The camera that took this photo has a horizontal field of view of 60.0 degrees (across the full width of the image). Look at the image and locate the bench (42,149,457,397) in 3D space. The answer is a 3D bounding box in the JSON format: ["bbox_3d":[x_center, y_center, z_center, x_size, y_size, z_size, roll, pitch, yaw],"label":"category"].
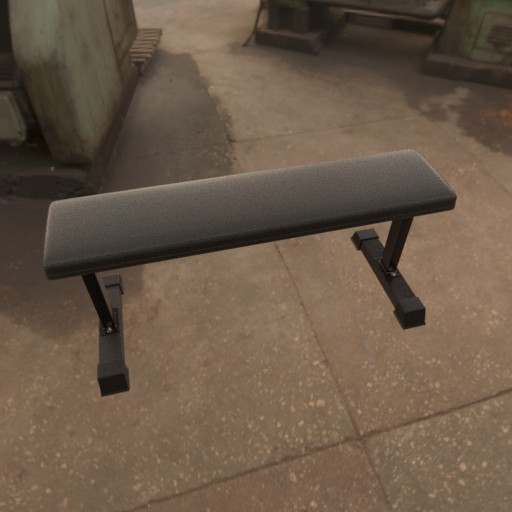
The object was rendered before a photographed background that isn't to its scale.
[{"bbox_3d":[0.000,0.000,1.324,1.072,0.453,0.439,-10,47,-10],"label":"bench"}]
